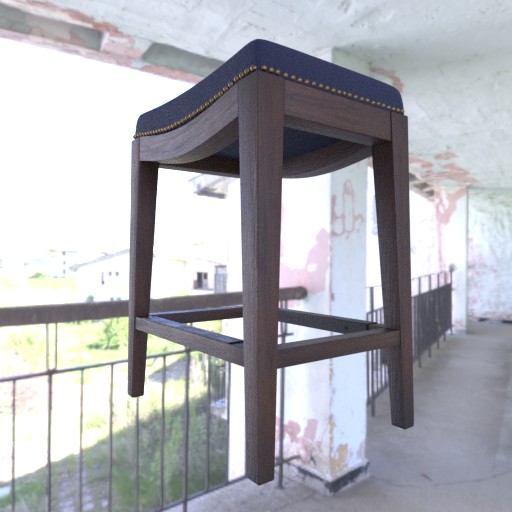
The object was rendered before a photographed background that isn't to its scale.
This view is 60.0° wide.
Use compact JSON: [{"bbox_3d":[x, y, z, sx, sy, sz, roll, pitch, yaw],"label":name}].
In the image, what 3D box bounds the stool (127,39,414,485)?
[{"bbox_3d":[0.000,0.000,0.915,0.361,0.642,0.500,0,0,-36],"label":"stool"}]
